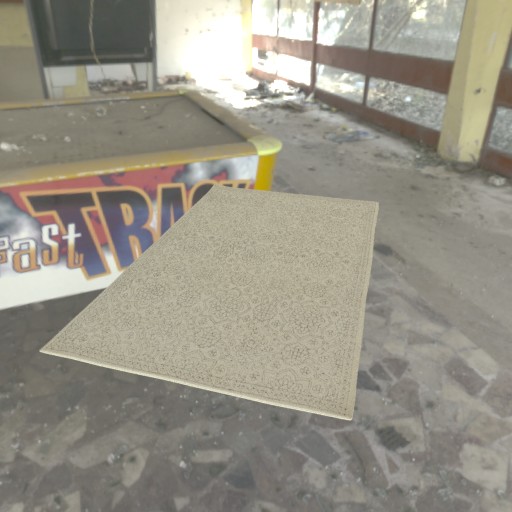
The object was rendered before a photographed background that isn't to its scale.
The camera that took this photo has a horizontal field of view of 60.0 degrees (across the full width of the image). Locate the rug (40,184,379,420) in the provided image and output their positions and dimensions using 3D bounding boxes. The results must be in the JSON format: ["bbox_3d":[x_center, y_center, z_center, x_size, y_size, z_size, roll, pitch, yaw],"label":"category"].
[{"bbox_3d":[0.000,0.000,2.402,1.214,0.023,1.947,8,30,14],"label":"rug"}]
